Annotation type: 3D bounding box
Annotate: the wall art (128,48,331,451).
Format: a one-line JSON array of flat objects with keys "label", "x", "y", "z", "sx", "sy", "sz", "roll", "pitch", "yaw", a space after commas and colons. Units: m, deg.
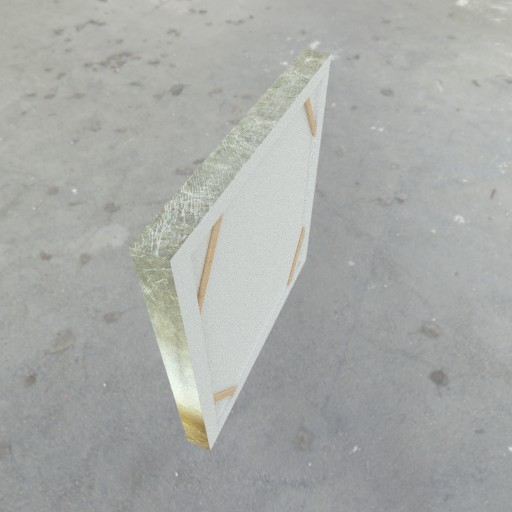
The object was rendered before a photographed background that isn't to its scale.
[{"label": "wall art", "x": 0.000, "y": 0.000, "z": 0.616, "sx": 0.038, "sy": 0.407, "sz": 0.405, "roll": 18, "pitch": 50, "yaw": 16}]
